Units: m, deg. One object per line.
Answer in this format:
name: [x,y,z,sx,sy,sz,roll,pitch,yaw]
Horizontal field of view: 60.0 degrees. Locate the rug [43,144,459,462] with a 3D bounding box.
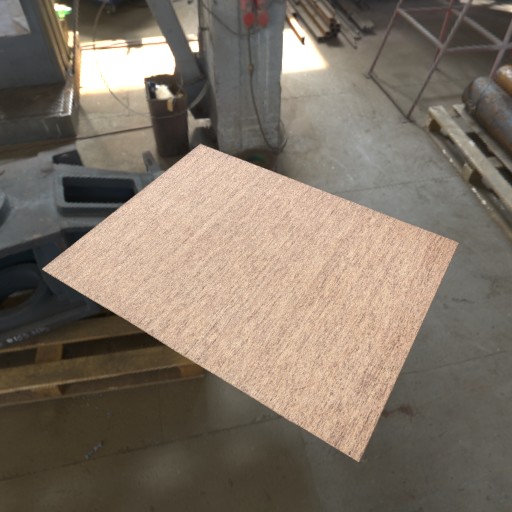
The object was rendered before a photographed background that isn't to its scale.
rug: [0.000,0.000,4.271,3.205,0.013,2.448,25,52,21]
